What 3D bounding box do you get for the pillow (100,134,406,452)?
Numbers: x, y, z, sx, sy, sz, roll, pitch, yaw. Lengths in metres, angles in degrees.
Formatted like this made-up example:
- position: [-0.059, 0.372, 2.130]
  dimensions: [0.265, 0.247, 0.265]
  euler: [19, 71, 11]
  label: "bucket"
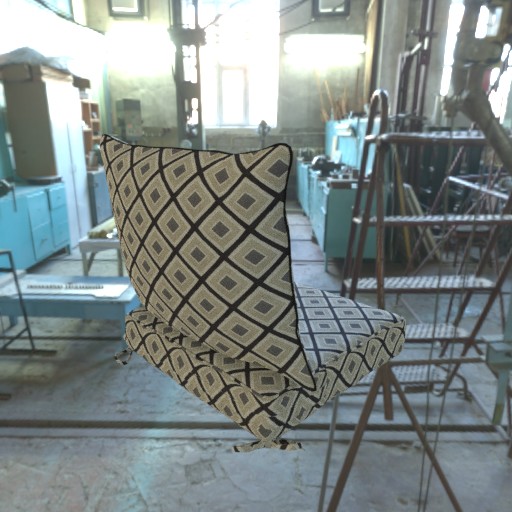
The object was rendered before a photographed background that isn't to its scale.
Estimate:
- position: [0.000, 0.000, 1.365]
  dimensions: [0.733, 0.722, 0.798]
  euler: [-15, 23, -42]
  label: "pillow"
